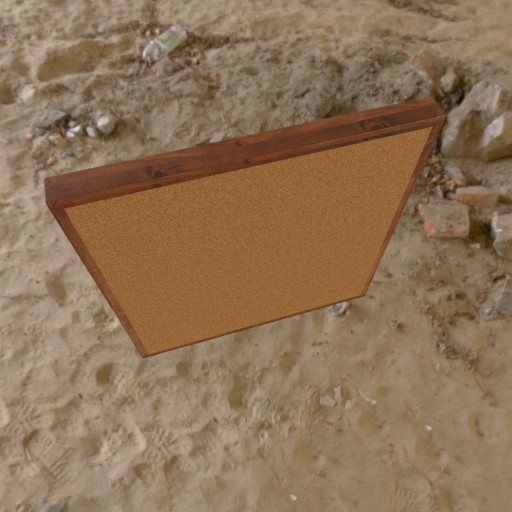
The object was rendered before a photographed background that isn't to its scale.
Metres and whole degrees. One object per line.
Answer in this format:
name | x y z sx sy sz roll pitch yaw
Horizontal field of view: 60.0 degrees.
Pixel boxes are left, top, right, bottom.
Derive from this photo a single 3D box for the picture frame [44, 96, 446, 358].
picture frame | 0.000 0.000 0.530 0.352 0.356 0.028 -14 59 -9
